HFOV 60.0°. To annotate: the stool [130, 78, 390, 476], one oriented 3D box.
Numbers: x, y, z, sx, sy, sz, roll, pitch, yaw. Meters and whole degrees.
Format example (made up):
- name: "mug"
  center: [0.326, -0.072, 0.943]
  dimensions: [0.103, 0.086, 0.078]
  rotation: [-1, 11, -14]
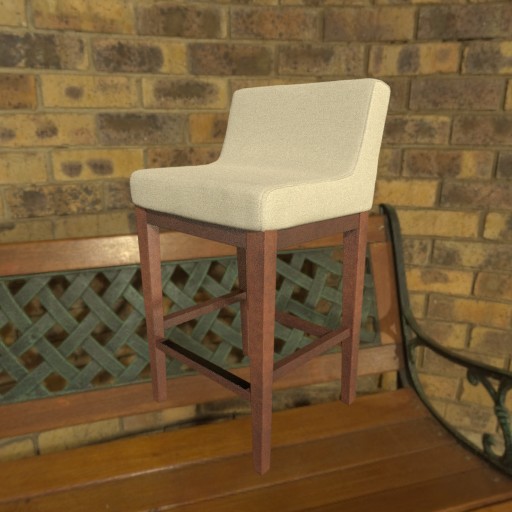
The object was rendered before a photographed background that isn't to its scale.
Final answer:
- name: "stool"
  center: [0.000, 0.000, 1.256]
  dimensions: [0.511, 0.937, 0.500]
  rotation: [15, 22, 41]
